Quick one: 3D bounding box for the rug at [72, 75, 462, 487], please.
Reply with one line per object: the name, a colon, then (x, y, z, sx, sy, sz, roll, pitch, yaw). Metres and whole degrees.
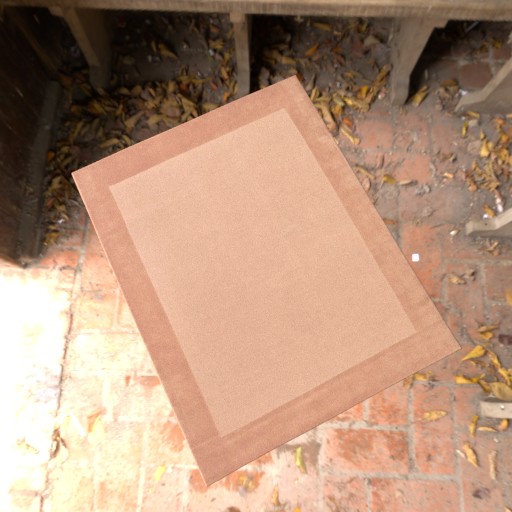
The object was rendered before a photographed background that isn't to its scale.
rug: (0.000, 0.000, 4.021, 2.431, 0.021, 3.057, -26, 77, -7)
